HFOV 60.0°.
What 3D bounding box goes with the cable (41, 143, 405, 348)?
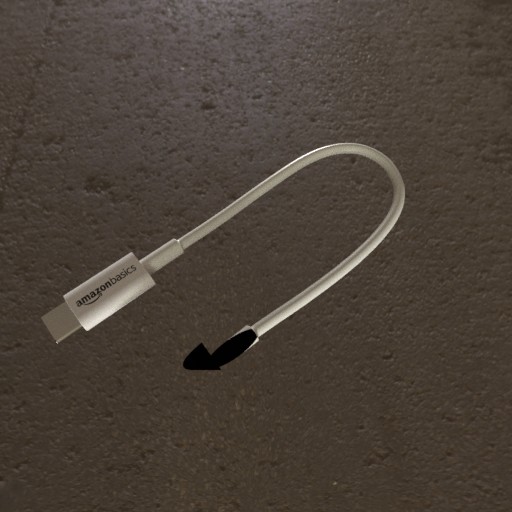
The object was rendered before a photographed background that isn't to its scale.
[{"bbox_3d":[0.000,0.000,0.112,0.098,0.005,0.041,-36,67,-18],"label":"cable"}]
